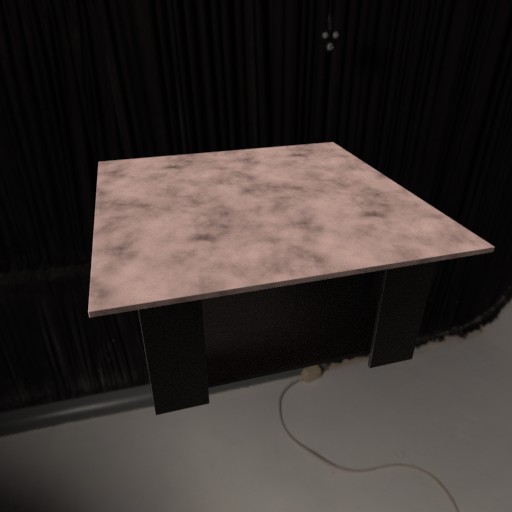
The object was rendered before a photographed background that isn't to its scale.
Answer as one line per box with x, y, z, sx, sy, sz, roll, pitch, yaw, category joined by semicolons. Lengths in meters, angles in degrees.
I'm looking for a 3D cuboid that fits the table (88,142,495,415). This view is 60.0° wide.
0.000;0.000;1.042;0.670;0.305;0.670;-8;31;-14;table
